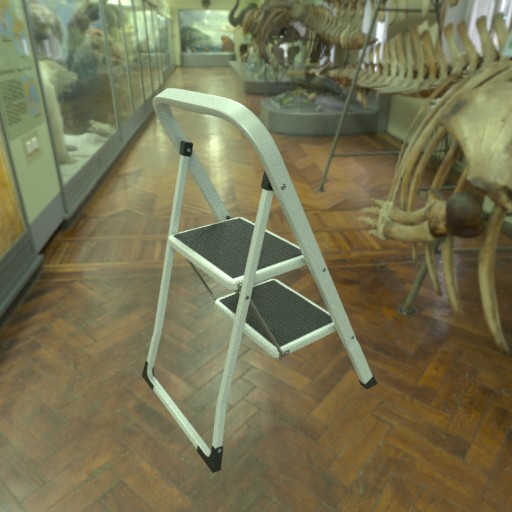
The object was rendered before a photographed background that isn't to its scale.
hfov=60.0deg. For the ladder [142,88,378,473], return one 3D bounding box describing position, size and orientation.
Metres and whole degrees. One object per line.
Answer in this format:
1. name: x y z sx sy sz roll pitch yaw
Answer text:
1. ladder: 0.000 0.000 1.136 0.544 0.810 0.460 -18 32 -32
